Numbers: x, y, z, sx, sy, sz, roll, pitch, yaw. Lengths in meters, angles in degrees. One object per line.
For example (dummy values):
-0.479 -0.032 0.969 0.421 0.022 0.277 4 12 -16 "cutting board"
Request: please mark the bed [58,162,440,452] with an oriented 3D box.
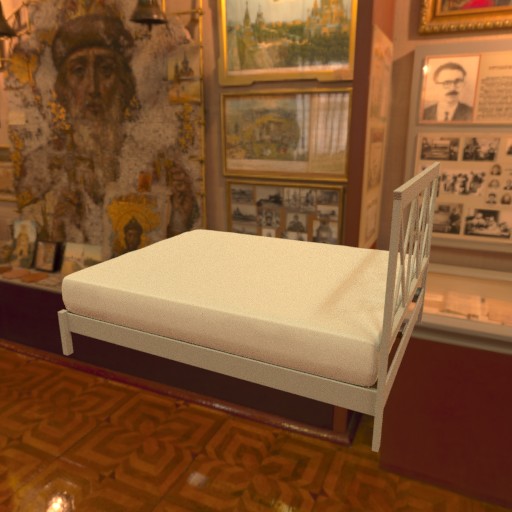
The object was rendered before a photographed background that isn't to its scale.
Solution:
0.000 0.000 3.112 2.135 1.253 1.673 8 18 25 "bed"
